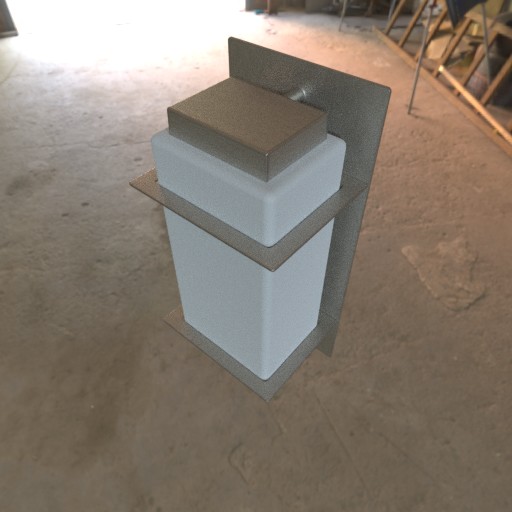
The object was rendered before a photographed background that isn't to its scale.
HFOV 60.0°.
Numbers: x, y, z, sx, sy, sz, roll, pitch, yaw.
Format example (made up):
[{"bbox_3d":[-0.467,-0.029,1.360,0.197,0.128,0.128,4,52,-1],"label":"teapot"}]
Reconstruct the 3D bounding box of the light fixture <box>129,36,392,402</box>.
[{"bbox_3d":[0.000,0.000,0.478,0.168,0.380,0.160,31,53,27],"label":"light fixture"}]
